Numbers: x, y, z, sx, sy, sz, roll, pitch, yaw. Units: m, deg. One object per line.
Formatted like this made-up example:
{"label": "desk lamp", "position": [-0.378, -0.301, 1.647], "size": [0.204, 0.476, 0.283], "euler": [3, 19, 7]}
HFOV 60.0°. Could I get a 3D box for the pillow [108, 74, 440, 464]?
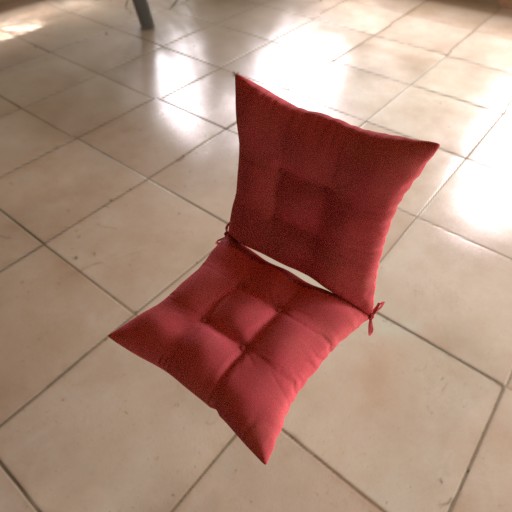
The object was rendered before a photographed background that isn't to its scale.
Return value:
{"label": "pillow", "position": [0.000, 0.000, 1.010], "size": [0.541, 0.536, 0.585], "euler": [30, 54, 25]}
